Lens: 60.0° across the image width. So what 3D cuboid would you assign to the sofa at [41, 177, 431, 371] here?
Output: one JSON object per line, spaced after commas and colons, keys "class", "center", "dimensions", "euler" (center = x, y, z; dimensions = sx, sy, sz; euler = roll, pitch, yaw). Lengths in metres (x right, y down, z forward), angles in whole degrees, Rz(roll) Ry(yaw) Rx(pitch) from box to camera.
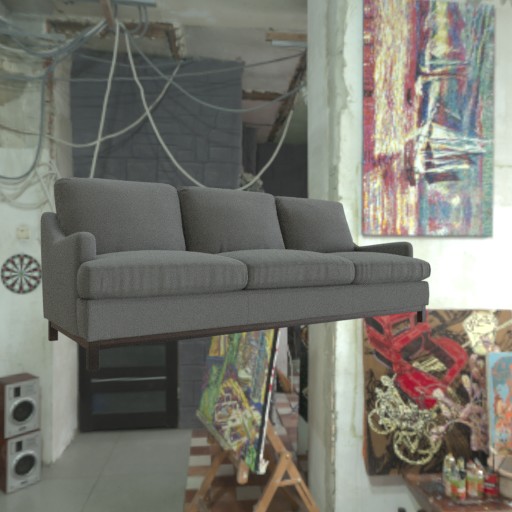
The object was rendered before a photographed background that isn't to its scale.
{"class": "sofa", "center": [0.000, 0.000, 2.801], "dimensions": [2.344, 0.926, 0.987], "euler": [0, 0, -36]}
